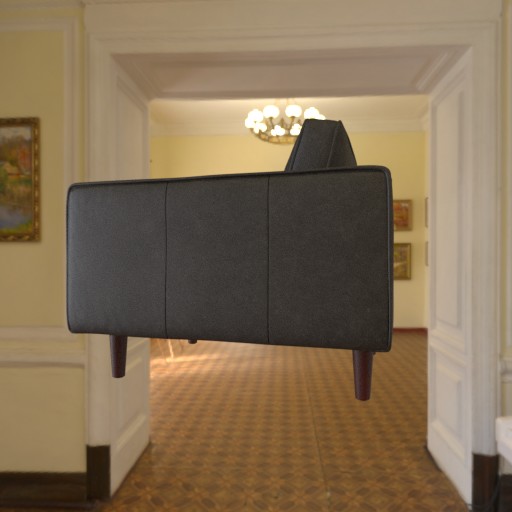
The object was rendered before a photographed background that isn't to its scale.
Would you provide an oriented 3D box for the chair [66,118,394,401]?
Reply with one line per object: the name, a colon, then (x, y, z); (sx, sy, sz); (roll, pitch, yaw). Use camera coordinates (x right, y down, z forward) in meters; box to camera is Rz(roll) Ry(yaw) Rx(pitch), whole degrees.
chair: (0.000, 0.000, 1.553); (0.914, 0.763, 0.889); (0, 0, 17)
